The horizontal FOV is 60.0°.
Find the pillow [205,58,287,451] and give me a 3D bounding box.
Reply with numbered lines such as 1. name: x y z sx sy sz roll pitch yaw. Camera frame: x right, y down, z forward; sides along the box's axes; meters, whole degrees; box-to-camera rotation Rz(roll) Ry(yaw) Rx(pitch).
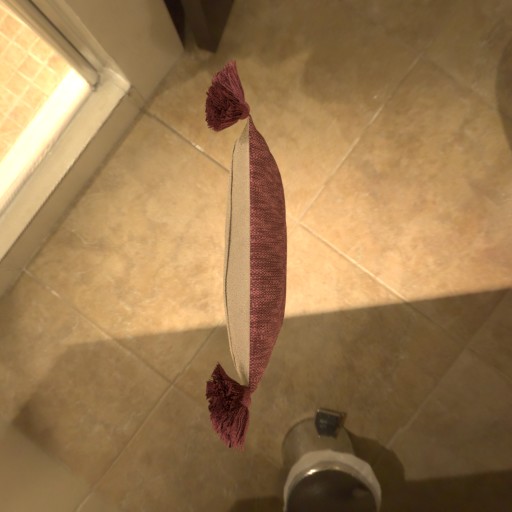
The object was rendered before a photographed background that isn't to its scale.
1. pillow: 0.000 0.000 0.973 0.138 0.659 0.641 0 89 3
